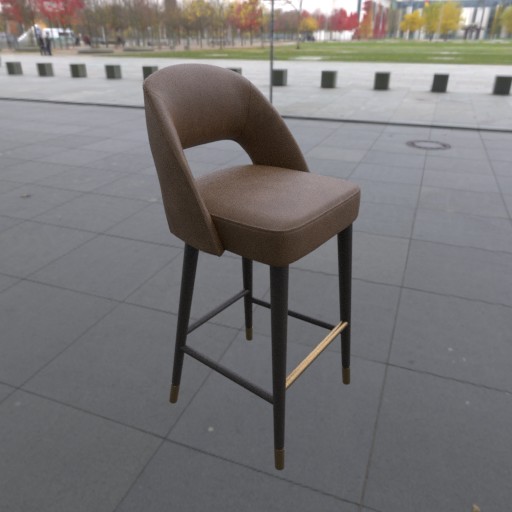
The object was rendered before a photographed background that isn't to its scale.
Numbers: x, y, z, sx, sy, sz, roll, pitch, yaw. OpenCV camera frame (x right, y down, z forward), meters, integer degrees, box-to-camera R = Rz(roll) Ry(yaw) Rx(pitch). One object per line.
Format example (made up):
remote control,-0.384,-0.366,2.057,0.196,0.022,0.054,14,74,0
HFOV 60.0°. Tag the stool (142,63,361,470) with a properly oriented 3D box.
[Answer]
stool,0.000,0.000,1.319,0.509,1.037,0.494,18,32,32
